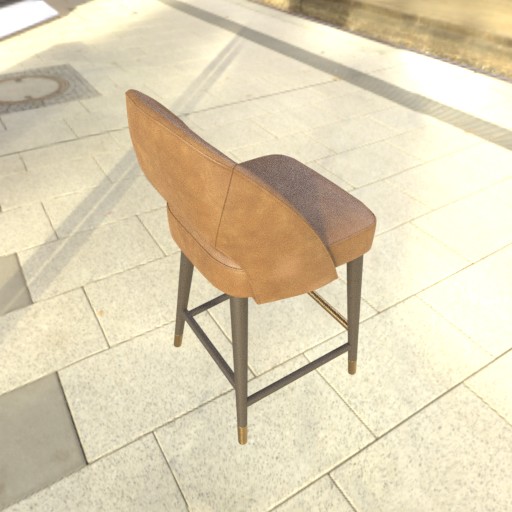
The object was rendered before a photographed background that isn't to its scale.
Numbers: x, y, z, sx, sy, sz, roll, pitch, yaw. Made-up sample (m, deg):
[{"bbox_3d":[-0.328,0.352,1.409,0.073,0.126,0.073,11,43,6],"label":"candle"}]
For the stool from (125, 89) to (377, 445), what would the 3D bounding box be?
[{"bbox_3d":[0.000,0.000,1.210,0.509,0.940,0.494,-23,45,-25],"label":"stool"}]
